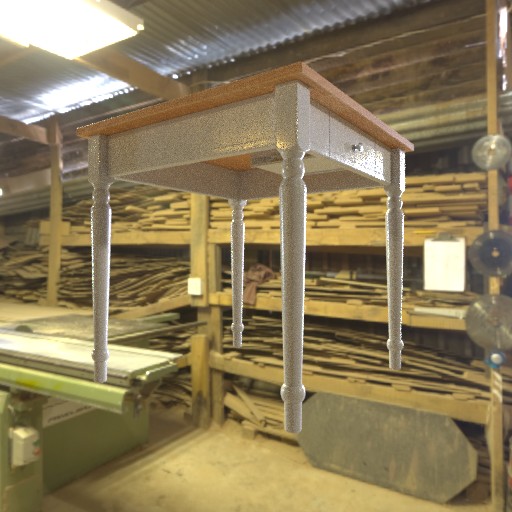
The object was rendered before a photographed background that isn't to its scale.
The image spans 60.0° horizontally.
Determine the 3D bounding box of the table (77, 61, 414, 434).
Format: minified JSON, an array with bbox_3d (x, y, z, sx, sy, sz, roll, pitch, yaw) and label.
[{"bbox_3d":[0.000,0.000,1.369,0.747,0.738,0.747,-1,-1,35],"label":"table"}]
